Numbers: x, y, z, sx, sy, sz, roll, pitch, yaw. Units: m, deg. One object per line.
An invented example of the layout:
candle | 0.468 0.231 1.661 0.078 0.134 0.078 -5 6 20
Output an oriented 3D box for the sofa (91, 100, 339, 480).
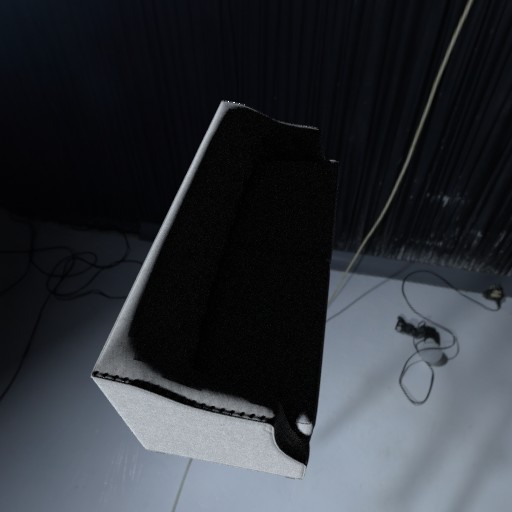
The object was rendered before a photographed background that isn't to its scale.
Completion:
sofa | 0.000 0.000 2.704 0.914 0.901 2.235 8 47 7
